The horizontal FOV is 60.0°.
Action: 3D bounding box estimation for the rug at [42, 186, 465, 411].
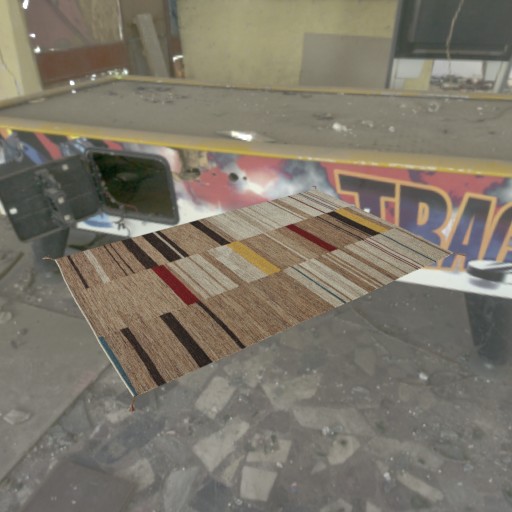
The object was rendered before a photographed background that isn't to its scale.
[{"bbox_3d":[0.000,0.000,2.372,1.918,0.007,1.268,-19,35,-29],"label":"rug"}]
